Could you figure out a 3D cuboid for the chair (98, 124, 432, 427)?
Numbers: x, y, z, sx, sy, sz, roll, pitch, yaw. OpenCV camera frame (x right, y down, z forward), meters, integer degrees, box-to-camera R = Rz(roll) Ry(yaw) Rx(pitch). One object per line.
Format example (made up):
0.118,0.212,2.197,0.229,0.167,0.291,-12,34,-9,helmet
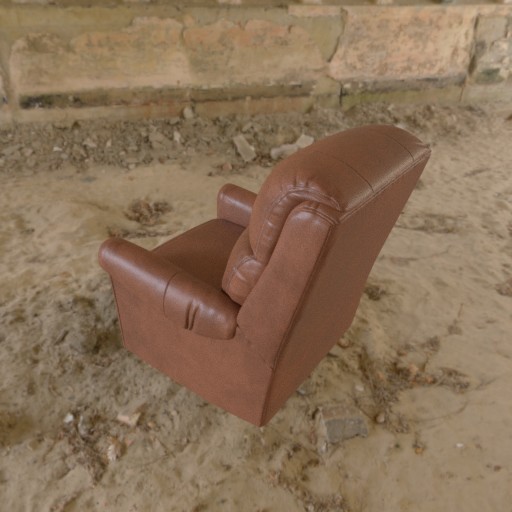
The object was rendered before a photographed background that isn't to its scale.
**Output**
0.000,0.000,1.780,1.014,1.054,0.838,21,36,31,chair
